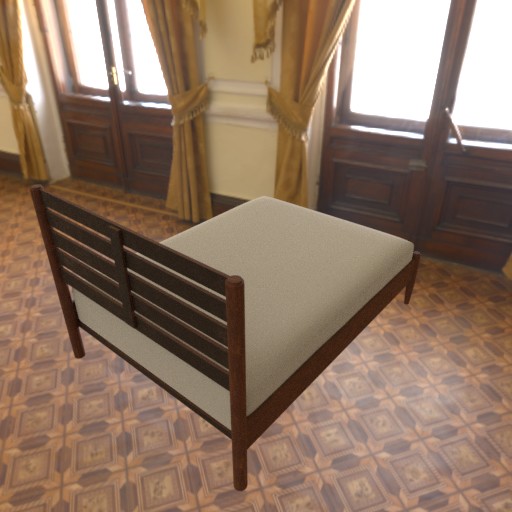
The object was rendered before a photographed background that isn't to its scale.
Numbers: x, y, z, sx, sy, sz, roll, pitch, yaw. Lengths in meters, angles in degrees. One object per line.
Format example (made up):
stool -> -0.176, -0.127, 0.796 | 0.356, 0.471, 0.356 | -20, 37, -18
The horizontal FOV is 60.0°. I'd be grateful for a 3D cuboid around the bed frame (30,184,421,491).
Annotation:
bed frame -> 0.000, 0.000, 3.223 | 1.655, 1.321, 2.234 | 22, 37, 34
